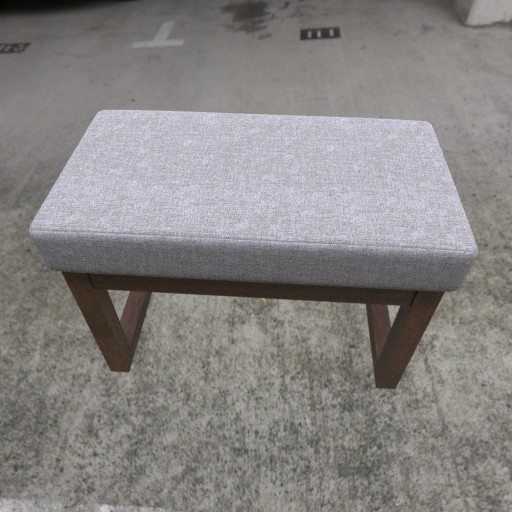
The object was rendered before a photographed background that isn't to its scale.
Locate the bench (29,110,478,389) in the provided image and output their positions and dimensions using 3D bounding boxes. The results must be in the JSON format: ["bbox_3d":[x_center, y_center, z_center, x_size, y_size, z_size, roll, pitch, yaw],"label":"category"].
[{"bbox_3d":[0.000,0.000,0.938,0.681,0.467,0.366,3,48,3],"label":"bench"}]
